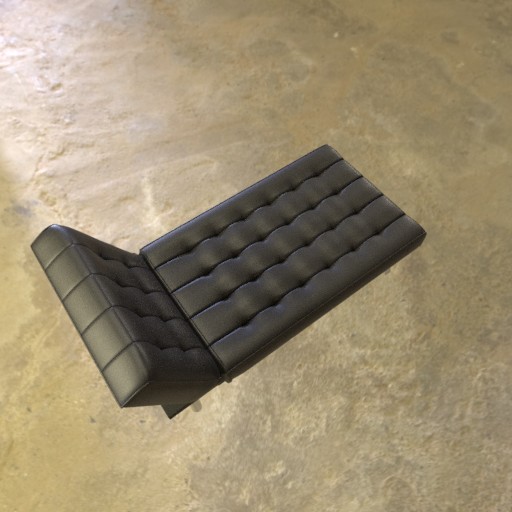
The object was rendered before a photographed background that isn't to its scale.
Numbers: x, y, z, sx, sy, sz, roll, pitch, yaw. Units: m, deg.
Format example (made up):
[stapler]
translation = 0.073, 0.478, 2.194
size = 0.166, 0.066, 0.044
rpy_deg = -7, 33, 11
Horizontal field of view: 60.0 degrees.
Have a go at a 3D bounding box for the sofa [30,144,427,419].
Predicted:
[sofa]
translation = 0.000, 0.000, 2.040
size = 1.560, 0.820, 0.760
rpy_deg = -32, 64, -18
